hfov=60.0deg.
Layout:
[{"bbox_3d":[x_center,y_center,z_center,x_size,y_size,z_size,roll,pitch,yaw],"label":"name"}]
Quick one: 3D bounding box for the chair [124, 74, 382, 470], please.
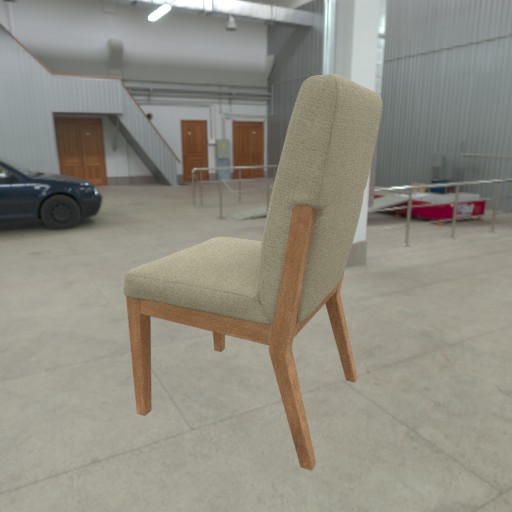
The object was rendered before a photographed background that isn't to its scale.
[{"bbox_3d":[0.000,0.000,1.282,0.586,0.911,0.507,7,16,25],"label":"chair"}]
